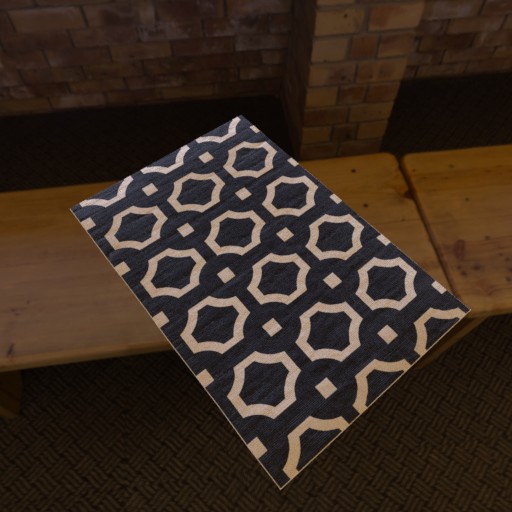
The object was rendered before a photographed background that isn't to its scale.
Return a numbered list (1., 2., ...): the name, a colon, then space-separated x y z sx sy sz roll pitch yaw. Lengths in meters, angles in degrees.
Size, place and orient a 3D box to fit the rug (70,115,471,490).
1. rug: 0.000 0.000 2.937 1.555 0.016 2.286 -35 64 -20
